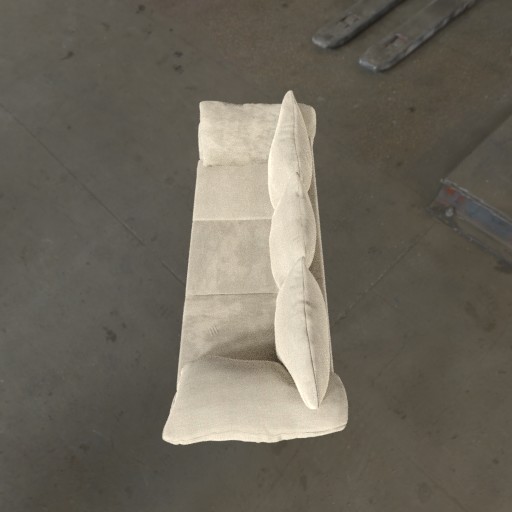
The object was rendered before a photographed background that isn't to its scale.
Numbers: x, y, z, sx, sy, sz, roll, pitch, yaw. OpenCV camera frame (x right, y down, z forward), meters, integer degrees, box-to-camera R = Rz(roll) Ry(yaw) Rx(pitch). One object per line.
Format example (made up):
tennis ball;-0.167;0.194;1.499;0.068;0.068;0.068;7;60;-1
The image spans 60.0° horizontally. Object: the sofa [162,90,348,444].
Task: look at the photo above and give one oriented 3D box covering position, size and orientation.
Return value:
sofa;0.000;0.000;2.888;0.893;0.981;2.377;0;58;0
